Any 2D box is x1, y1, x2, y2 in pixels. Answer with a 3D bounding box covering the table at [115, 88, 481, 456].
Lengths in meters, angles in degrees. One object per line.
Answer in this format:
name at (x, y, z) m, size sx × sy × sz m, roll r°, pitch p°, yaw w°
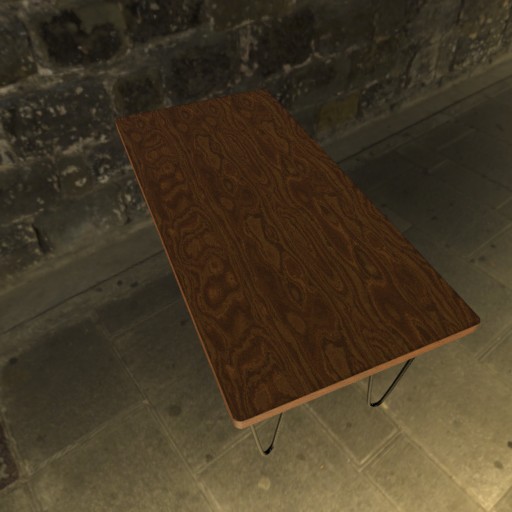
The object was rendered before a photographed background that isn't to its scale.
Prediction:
table at (0.000, 0.000, 2.188) m, size 0.883 × 0.753 × 1.791 m, roll -17°, pitch 49°, yaw -15°
